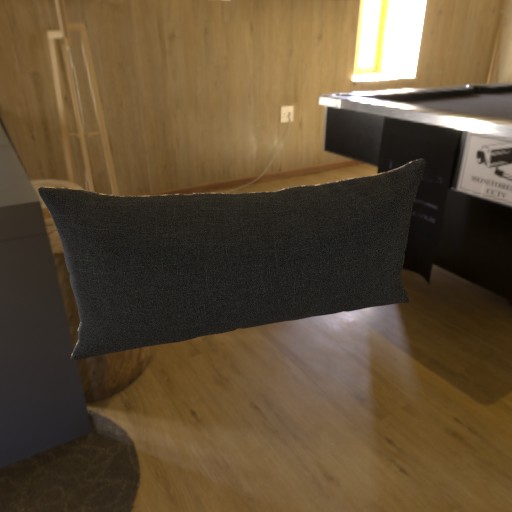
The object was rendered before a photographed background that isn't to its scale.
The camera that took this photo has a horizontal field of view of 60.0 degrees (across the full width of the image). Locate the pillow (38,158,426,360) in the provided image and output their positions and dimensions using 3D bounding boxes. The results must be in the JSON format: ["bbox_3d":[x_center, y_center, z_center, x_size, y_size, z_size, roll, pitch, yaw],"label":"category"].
[{"bbox_3d":[0.000,0.000,0.741,0.631,0.292,0.148,-7,27,-15],"label":"pillow"}]
